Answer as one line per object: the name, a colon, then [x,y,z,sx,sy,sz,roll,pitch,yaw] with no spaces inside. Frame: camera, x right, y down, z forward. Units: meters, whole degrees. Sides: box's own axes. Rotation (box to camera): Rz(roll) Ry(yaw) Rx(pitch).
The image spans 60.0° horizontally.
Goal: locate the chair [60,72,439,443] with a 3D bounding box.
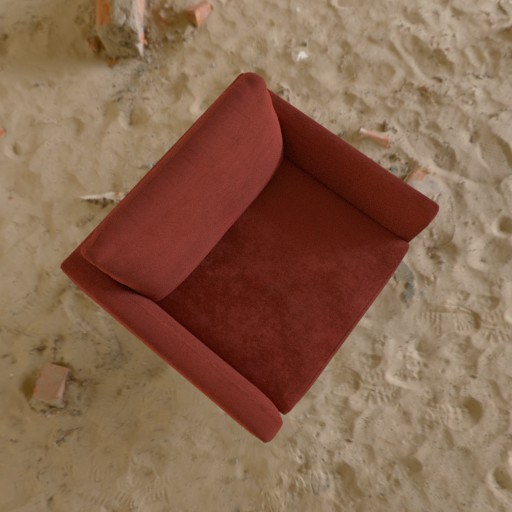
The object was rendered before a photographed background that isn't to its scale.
chair: [0.000,0.000,1.634,0.875,0.812,0.964,37,78,10]
